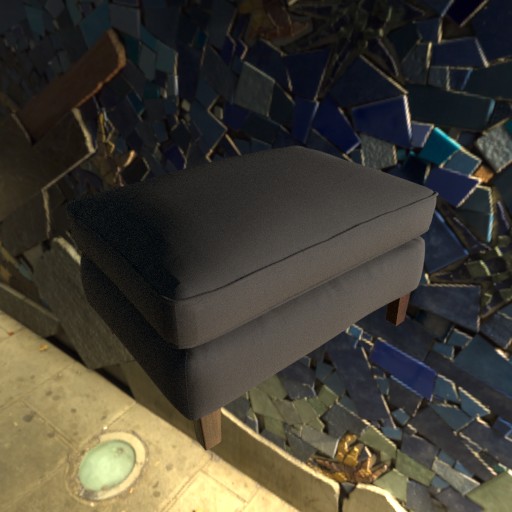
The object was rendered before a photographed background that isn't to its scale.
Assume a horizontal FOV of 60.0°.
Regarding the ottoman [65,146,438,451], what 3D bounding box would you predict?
[{"bbox_3d":[0.000,0.000,1.018,0.686,0.406,0.508,-22,37,-33],"label":"ottoman"}]
